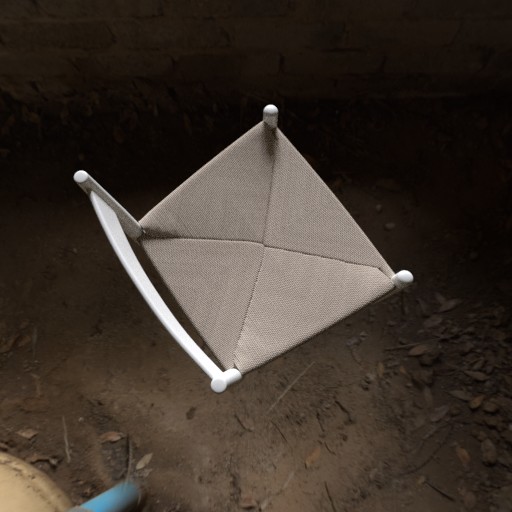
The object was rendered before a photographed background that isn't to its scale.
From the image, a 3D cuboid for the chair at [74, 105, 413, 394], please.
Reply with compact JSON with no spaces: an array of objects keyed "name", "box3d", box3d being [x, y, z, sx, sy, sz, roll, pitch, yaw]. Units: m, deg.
[{"name":"chair","box3d":[0.000,0.000,1.122,0.495,0.762,0.556,-35,78,-8]}]
